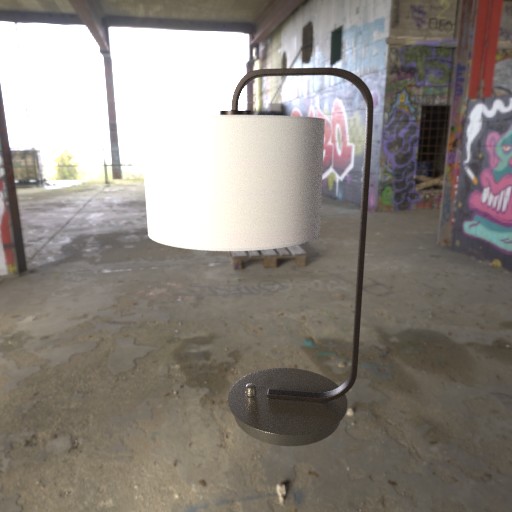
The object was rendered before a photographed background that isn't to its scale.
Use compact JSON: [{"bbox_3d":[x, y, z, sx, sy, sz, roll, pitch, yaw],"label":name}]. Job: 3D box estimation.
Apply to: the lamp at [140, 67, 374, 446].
[{"bbox_3d":[0.000,0.000,0.605,0.288,0.473,0.230,2,15,8],"label":"lamp"}]
